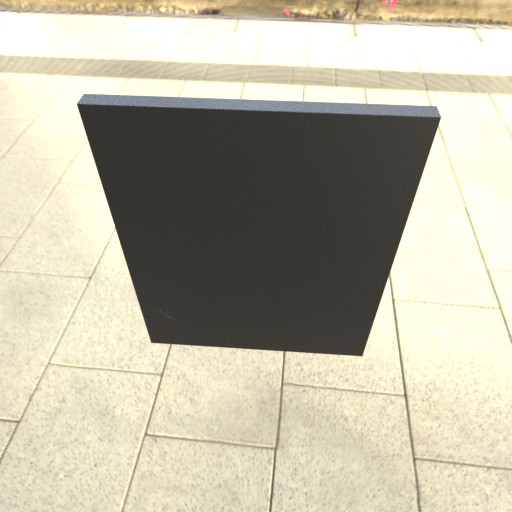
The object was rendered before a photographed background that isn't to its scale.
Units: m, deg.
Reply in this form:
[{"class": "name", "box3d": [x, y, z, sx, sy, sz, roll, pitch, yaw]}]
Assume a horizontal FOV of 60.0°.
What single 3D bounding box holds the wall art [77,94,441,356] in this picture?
[{"class": "wall art", "box3d": [0.000, 0.000, 0.766, 0.457, 0.557, 0.028, 3, 46, 3]}]
